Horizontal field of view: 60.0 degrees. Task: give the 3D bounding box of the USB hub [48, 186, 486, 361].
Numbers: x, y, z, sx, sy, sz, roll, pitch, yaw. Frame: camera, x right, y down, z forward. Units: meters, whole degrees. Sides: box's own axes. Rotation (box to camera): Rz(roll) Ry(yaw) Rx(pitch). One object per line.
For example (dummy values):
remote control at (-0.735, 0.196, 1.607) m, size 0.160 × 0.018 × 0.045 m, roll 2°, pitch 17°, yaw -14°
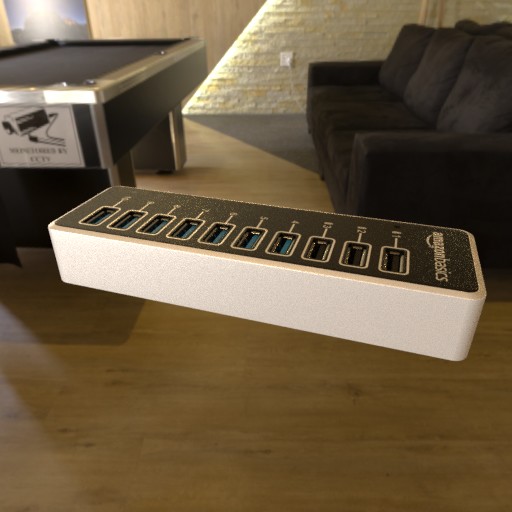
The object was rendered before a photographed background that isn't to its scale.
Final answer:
USB hub at (0.000, 0.000, 0.161) m, size 0.145 × 0.023 × 0.044 m, roll 9°, pitch 31°, yaw 15°
